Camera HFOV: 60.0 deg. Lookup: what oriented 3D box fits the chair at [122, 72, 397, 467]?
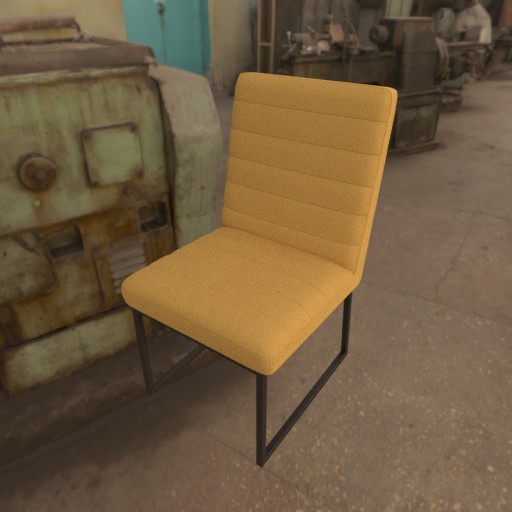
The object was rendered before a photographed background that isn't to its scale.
[{"bbox_3d":[0.000,0.000,1.325,0.520,0.930,0.634,20,36,30],"label":"chair"}]
